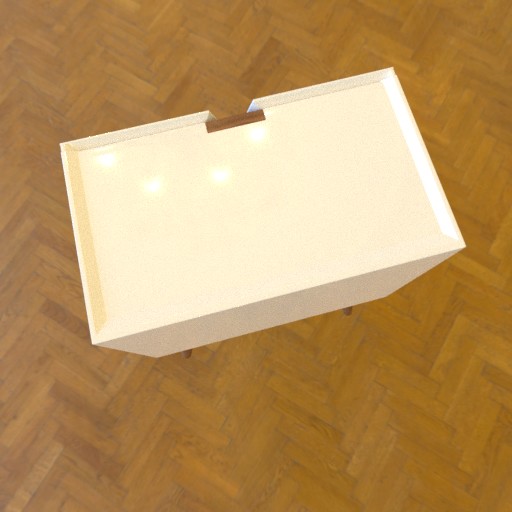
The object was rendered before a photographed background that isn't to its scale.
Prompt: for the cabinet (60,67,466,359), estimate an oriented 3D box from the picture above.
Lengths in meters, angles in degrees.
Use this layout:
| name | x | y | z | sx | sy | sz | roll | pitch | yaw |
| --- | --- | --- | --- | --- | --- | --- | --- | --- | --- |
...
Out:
| name | x | y | z | sx | sy | sz | roll | pitch | yaw |
| --- | --- | --- | --- | --- | --- | --- | --- | --- | --- |
| cabinet | 0.000 | 0.000 | 1.088 | 0.591 | 0.772 | 0.344 | -14 | 75 | -4 |
